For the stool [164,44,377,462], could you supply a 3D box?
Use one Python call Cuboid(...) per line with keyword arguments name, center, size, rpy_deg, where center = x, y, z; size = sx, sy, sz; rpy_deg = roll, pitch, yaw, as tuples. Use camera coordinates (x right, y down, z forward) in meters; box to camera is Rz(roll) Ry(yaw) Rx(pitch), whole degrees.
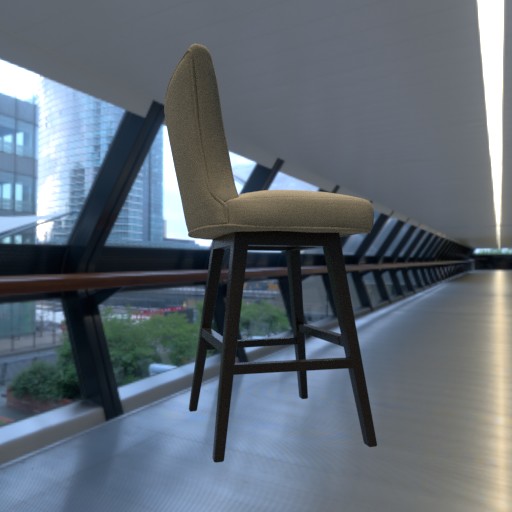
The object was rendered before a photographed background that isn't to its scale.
Cuboid(name="stool", center=(0.000, 0.000, 1.427), size=(0.574, 1.086, 0.514), rpy_deg=(1, -2, -17))
